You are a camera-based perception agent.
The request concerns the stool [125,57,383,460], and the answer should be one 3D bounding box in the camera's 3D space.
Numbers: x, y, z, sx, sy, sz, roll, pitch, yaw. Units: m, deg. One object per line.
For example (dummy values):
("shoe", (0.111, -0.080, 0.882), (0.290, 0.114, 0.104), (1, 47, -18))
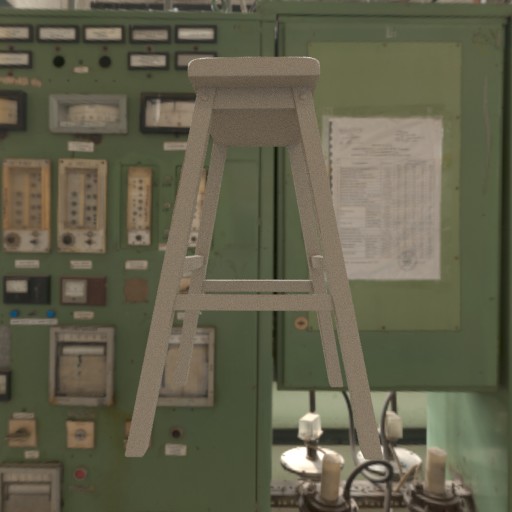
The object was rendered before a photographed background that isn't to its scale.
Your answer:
("stool", (0.000, 0.000, 1.037), (0.476, 0.737, 0.457), (0, 1, 1))
